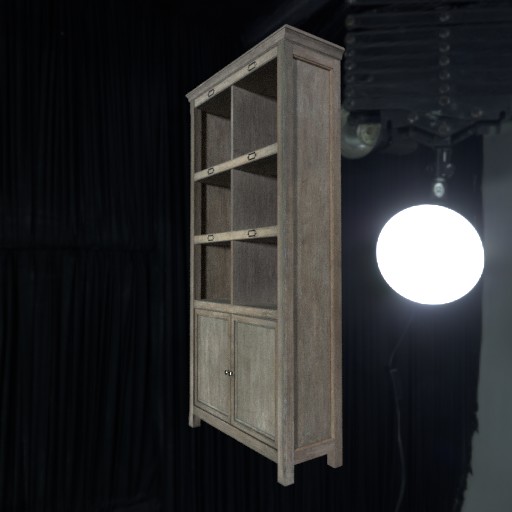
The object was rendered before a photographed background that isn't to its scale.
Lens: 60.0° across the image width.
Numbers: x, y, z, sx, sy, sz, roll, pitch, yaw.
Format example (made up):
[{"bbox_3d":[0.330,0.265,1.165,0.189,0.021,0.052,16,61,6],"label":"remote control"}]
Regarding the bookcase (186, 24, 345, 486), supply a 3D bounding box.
[{"bbox_3d":[0.000,0.000,2.248,0.348,1.880,0.906,1,-2,-35],"label":"bookcase"}]
